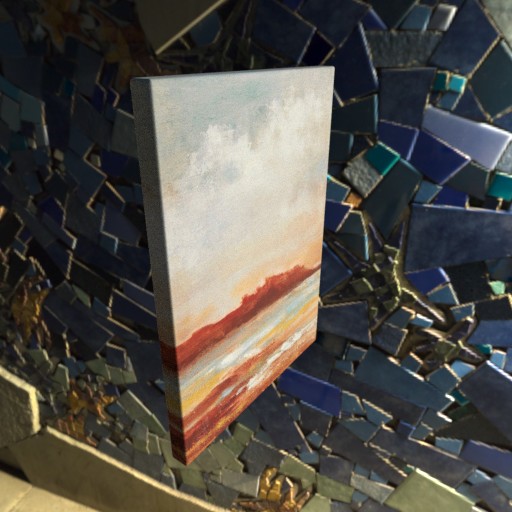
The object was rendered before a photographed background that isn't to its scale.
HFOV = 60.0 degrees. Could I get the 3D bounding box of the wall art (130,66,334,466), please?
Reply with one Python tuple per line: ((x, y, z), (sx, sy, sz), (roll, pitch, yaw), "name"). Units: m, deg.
((0.000, 0.000, 0.784), (0.035, 0.605, 0.443), (17, 30, 32), "wall art")
